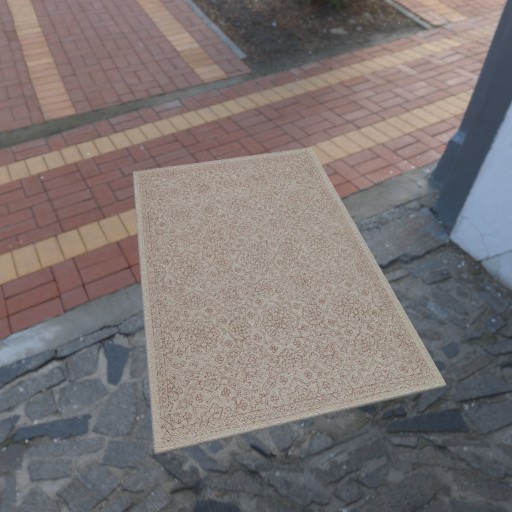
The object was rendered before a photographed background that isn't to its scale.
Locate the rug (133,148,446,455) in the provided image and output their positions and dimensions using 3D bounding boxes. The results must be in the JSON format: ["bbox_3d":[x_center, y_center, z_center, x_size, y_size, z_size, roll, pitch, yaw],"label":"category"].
[{"bbox_3d":[0.000,0.000,2.375,1.219,0.010,1.829,-10,48,-9],"label":"rug"}]
